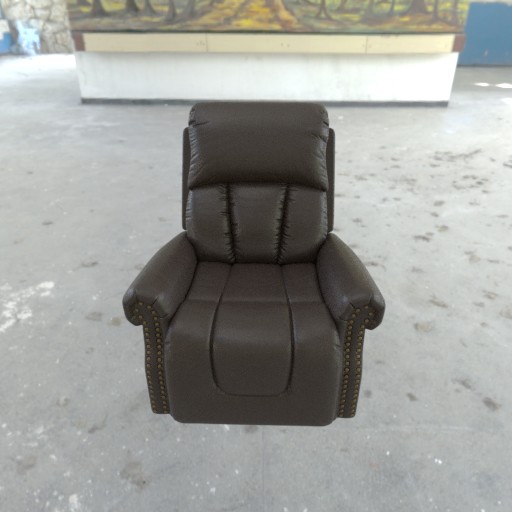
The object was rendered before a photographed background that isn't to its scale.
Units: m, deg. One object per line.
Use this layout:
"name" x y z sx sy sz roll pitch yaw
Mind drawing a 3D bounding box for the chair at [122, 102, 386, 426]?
"chair" 0.000 0.000 1.770 0.869 1.028 0.978 1 30 1
